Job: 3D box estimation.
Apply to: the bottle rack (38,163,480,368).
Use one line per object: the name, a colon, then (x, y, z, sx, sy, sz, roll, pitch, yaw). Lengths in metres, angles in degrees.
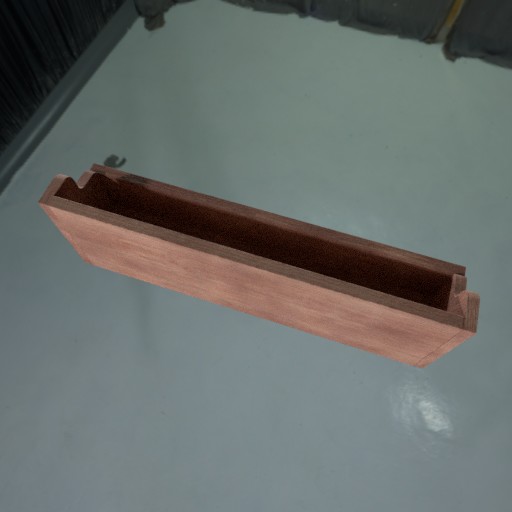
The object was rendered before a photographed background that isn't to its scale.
bottle rack: (0.000, 0.000, 0.698, 0.608, 0.196, 0.126, 16, 65, 8)
